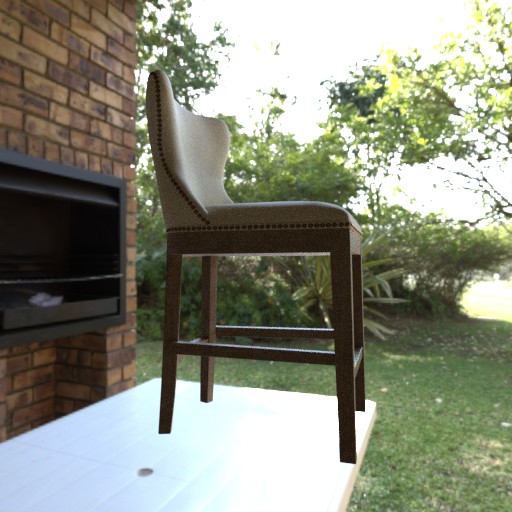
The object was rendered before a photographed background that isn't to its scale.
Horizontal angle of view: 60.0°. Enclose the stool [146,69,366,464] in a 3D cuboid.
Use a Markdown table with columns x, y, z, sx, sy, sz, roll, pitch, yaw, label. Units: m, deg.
| x | y | z | sx | sy | sz | roll | pitch | yaw | label |
| --- | --- | --- | --- | --- | --- | --- | --- | --- | --- |
| 0.000 | 0.000 | 1.314 | 0.608 | 0.981 | 0.498 | 0 | -1 | 17 | stool |
